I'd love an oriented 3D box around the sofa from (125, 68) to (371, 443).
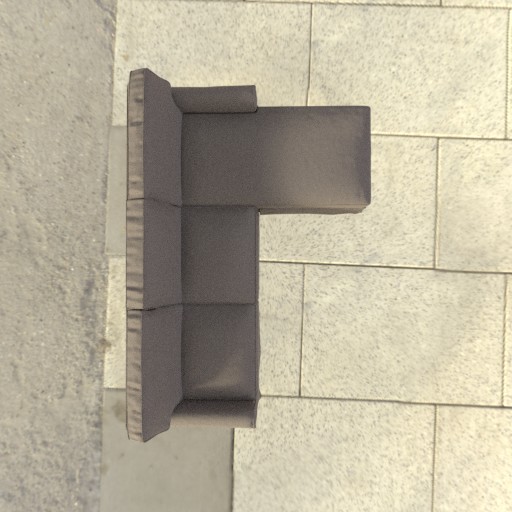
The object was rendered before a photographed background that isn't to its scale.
[{"bbox_3d":[0.000,0.000,3.256,1.733,0.978,2.475,0,89,2],"label":"sofa"}]
